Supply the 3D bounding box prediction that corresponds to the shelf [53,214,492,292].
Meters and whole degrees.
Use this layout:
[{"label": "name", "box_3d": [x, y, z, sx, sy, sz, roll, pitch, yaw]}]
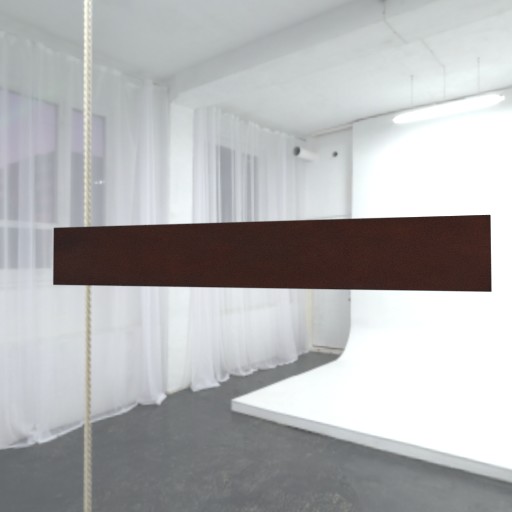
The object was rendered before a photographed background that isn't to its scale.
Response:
[{"label": "shelf", "box_3d": [0.000, 0.000, 0.666, 0.607, 0.088, 0.152, 0, -1, 17]}]
